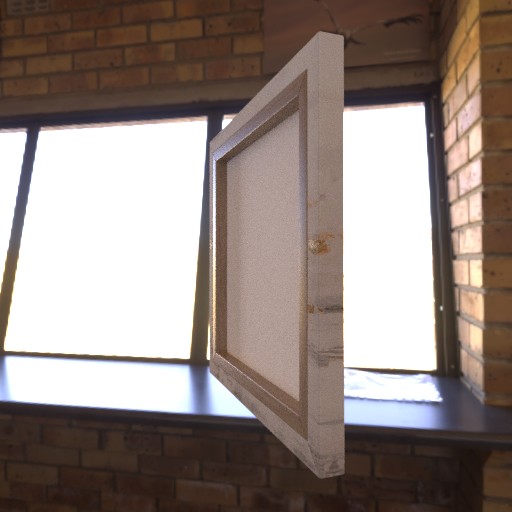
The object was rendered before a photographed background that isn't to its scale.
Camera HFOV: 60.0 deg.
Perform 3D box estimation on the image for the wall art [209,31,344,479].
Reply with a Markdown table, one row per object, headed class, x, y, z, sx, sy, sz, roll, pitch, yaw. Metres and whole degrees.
| class | x | y | z | sx | sy | sz | roll | pitch | yaw |
| --- | --- | --- | --- | --- | --- | --- | --- | --- | --- |
| wall art | 0.000 | 0.000 | 0.898 | 0.040 | 0.613 | 0.611 | 0 | -1 | -20 |
